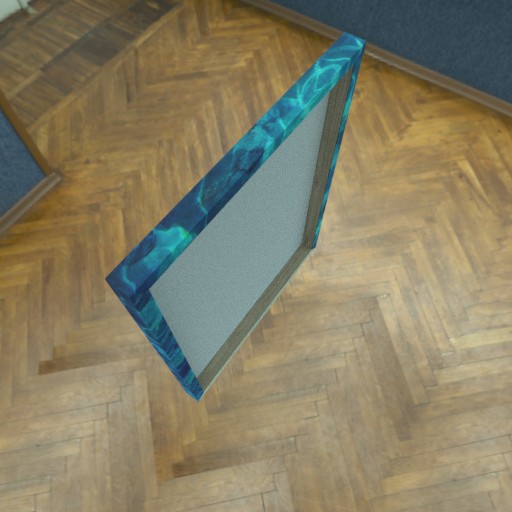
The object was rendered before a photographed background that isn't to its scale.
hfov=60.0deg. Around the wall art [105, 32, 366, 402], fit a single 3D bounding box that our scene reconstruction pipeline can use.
[{"bbox_3d":[0.000,0.000,0.850,0.038,0.635,0.508,33,67,16],"label":"wall art"}]
